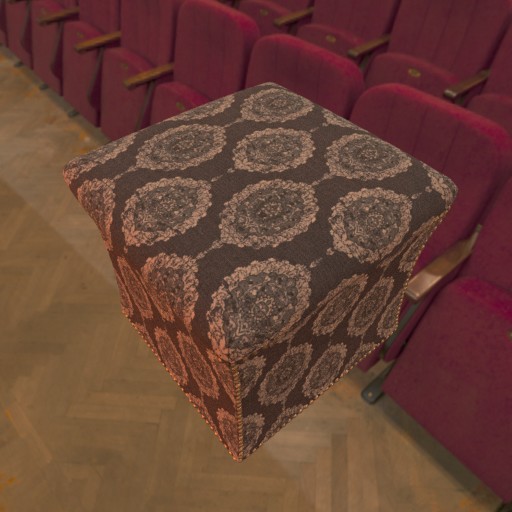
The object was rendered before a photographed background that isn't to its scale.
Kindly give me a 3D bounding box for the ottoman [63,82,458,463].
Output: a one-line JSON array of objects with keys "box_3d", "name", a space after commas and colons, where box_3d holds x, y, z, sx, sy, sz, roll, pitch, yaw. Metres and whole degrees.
[{"box_3d": [0.000, 0.000, 0.894, 0.507, 0.475, 0.497, -31, 55, -26], "name": "ottoman"}]
